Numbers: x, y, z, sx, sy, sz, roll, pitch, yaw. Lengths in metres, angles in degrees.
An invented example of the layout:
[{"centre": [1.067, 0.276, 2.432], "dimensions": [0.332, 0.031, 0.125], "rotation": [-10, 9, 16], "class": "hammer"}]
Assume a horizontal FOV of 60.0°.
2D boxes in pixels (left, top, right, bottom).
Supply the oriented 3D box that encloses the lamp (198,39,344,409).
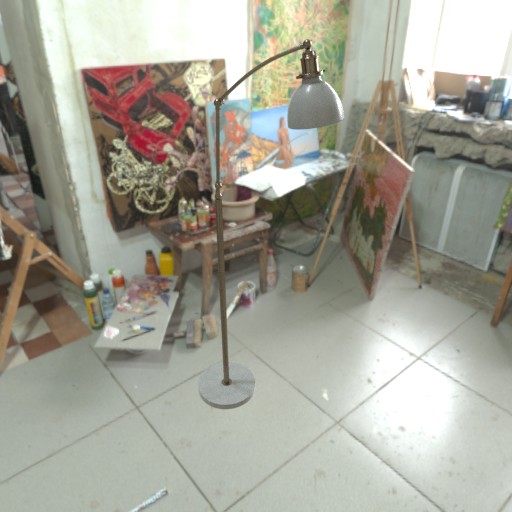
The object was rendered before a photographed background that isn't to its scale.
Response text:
[{"centre": [0.000, 0.000, 1.791], "dimensions": [0.599, 1.586, 0.288], "rotation": [11, 32, 18], "class": "lamp"}]
